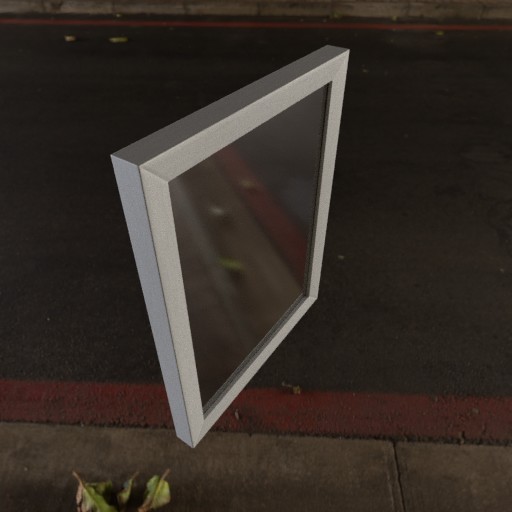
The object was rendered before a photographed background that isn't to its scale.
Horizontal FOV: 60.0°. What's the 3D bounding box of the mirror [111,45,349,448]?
[{"bbox_3d":[0.000,0.000,0.677,0.041,0.508,0.405,25,46,26],"label":"mirror"}]
